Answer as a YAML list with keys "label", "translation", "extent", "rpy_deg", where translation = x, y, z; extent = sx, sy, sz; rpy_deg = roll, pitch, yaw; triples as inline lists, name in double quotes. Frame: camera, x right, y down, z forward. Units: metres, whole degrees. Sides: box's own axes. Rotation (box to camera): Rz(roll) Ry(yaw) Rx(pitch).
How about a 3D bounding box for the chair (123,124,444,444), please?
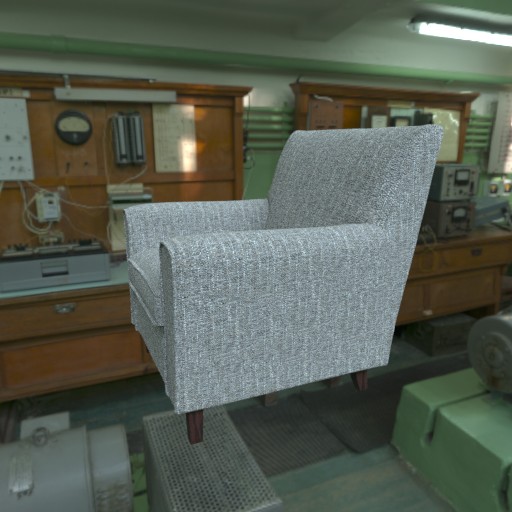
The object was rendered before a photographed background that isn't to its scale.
- label: "chair"
  translation: [0.000, 0.000, 1.654]
  extent: [0.873, 0.928, 0.864]
  rpy_deg: [-6, 16, -24]
